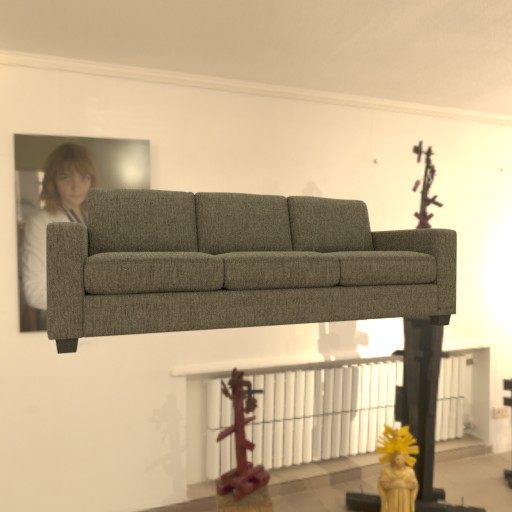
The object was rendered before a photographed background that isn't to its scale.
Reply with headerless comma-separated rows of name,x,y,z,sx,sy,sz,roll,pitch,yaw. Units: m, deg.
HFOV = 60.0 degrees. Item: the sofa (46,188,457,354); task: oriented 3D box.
sofa,0.000,0.000,2.607,2.160,0.800,0.900,0,1,-19
